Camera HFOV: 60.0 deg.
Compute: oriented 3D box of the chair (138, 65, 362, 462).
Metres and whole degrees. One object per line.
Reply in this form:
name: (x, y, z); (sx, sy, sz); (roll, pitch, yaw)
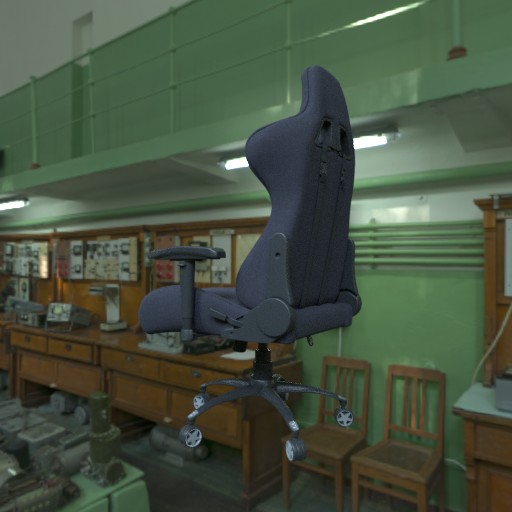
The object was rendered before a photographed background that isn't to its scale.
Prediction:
chair: (0.000, 0.000, 1.723); (0.695, 1.300, 0.730); (0, -1, 35)
